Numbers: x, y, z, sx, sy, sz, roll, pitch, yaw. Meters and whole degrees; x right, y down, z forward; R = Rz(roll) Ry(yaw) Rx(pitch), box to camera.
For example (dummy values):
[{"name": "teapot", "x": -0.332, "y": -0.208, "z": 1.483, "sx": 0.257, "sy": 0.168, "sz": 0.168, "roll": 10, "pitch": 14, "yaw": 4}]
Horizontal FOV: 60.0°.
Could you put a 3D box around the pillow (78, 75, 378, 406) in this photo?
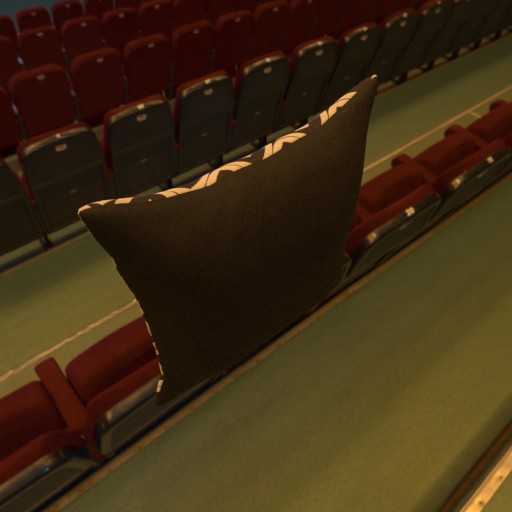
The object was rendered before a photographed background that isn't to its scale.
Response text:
[{"name": "pillow", "x": 0.000, "y": 0.000, "z": 0.768, "sx": 0.504, "sy": 0.494, "sz": 0.188, "roll": -32, "pitch": 55, "yaw": -26}]
